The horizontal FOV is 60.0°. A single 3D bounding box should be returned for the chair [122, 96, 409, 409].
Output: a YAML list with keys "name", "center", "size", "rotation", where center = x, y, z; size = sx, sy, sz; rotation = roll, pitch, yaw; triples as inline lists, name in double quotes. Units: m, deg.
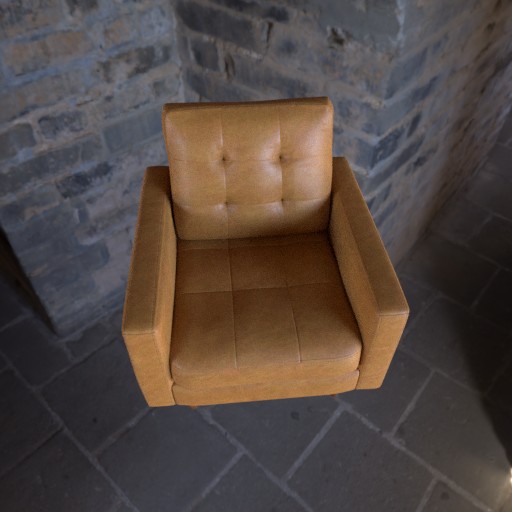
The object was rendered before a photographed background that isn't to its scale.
- name: "chair"
  center: [0.000, 0.000, 1.585]
  size: [0.831, 0.896, 0.868]
  rotation: [-4, 45, -4]
